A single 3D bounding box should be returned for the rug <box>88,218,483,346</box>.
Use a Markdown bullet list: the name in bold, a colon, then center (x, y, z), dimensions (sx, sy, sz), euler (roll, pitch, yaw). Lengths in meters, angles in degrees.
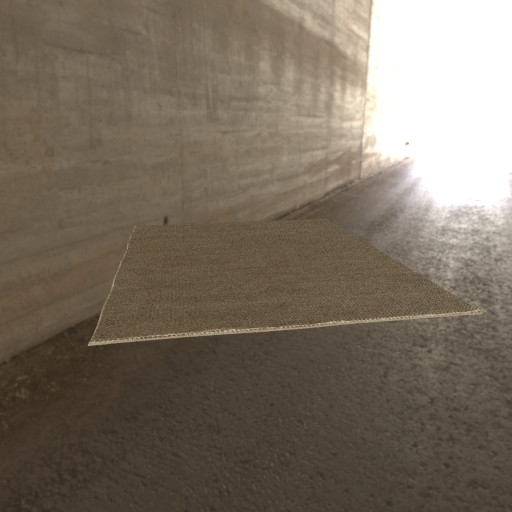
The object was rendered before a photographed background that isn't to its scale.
- **rug**: center (0.000, 0.000, 4.082), dimensions (2.429, 0.030, 3.052), euler (-3, 17, -10)
